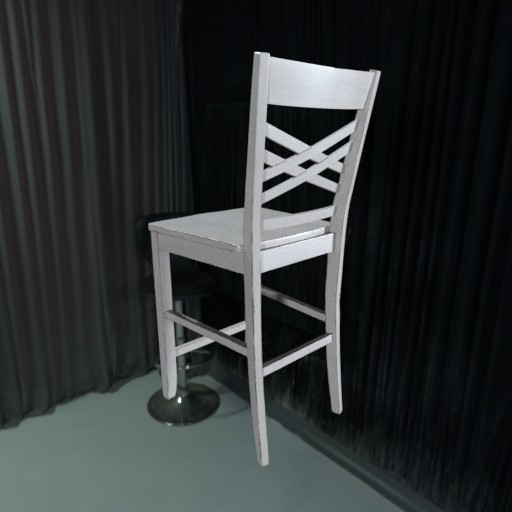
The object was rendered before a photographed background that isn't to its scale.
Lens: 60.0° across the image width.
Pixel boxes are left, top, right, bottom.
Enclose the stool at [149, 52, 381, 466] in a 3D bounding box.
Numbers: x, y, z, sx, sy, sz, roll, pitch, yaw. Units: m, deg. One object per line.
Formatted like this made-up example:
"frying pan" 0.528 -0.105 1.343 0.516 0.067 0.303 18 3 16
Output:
"stool" 0.000 0.000 1.391 0.462 1.079 0.539 -15 22 -41
